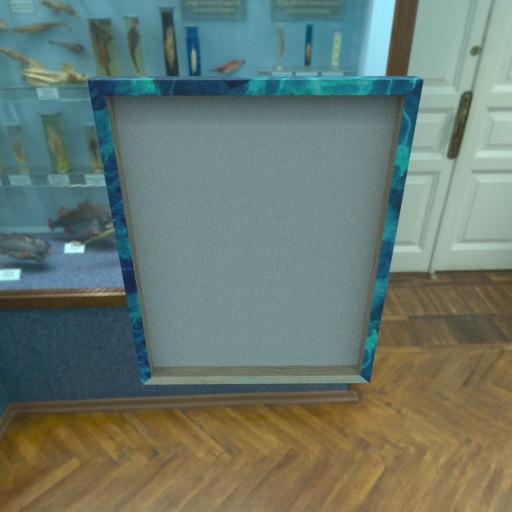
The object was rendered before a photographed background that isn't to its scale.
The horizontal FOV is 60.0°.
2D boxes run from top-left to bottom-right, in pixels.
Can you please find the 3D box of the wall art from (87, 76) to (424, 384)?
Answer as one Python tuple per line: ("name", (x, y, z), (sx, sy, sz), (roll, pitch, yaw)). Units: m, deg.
("wall art", (0.000, 0.000, 0.844), (0.508, 0.635, 0.038), (0, 30, -1))
